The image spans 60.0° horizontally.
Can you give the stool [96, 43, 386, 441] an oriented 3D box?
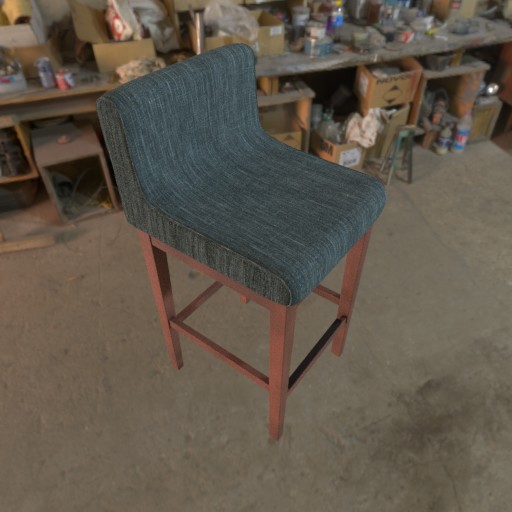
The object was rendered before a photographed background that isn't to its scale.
[{"bbox_3d":[0.000,0.000,1.081,0.459,0.835,0.395,27,48,27],"label":"stool"}]
